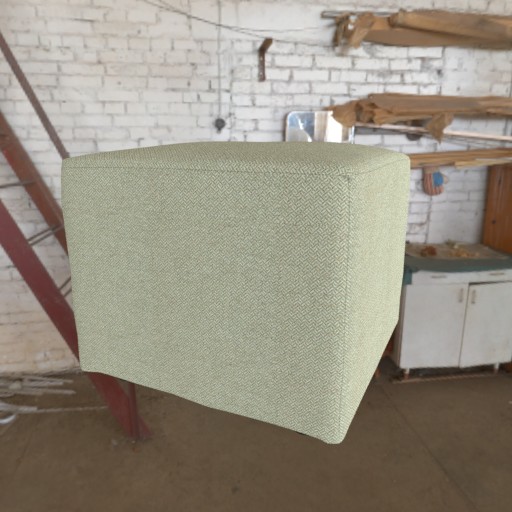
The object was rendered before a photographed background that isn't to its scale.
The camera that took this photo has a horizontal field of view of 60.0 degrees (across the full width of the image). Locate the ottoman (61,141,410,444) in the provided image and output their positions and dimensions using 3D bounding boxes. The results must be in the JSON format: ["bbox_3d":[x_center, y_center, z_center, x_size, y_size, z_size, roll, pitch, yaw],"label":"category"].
[{"bbox_3d":[0.000,0.000,0.904,0.521,0.453,0.512,7,16,25],"label":"ottoman"}]
